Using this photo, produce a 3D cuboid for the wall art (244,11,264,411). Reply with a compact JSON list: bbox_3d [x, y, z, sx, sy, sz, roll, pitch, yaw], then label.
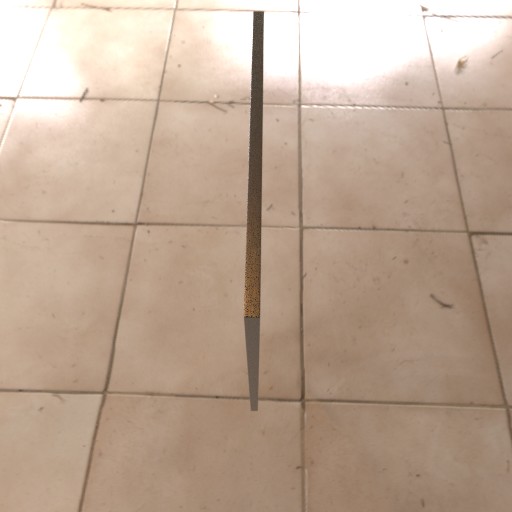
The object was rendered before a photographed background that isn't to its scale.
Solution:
[{"bbox_3d":[0.000,0.000,0.670,0.013,0.529,0.376,1,63,0],"label":"wall art"}]
